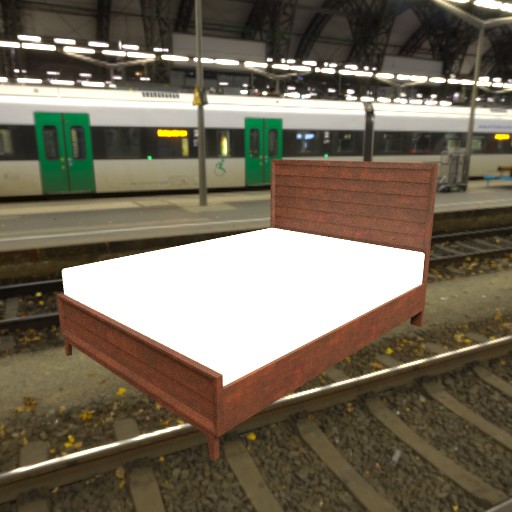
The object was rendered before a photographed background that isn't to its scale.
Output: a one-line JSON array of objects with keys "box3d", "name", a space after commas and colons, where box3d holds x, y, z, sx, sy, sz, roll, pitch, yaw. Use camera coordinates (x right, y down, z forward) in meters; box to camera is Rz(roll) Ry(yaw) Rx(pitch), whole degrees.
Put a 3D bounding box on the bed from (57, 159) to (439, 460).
[{"box3d": [0.000, 0.000, 3.148, 1.600, 1.270, 2.184, 13, 19, 42], "name": "bed"}]
